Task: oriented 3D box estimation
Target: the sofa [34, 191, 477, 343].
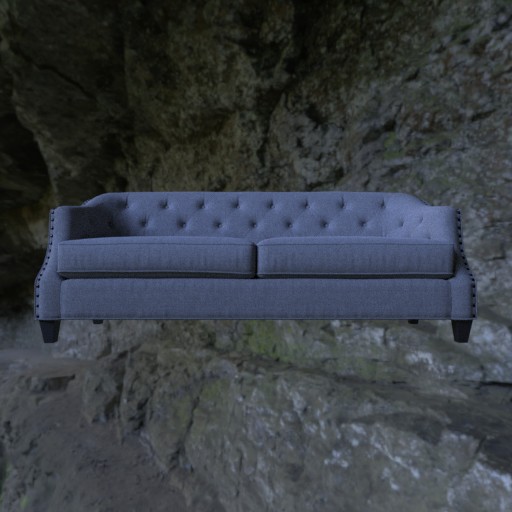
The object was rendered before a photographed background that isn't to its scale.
[{"bbox_3d":[0.000,0.000,2.667,2.235,0.901,0.914,0,-1,0],"label":"sofa"}]
